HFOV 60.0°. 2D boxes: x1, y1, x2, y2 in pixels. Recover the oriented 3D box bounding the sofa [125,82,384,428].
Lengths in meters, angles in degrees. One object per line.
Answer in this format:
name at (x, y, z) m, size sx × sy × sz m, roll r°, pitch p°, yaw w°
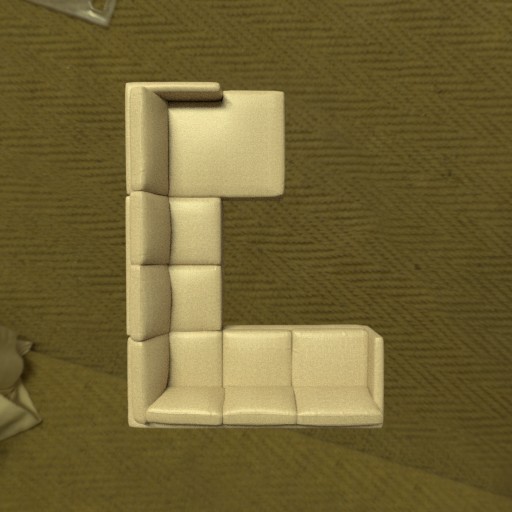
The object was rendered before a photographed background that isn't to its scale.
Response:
sofa at (0.000, 0.000, 4.637) m, size 2.594 × 0.961 × 3.460 m, roll 0°, pitch 92°, yaw 0°
